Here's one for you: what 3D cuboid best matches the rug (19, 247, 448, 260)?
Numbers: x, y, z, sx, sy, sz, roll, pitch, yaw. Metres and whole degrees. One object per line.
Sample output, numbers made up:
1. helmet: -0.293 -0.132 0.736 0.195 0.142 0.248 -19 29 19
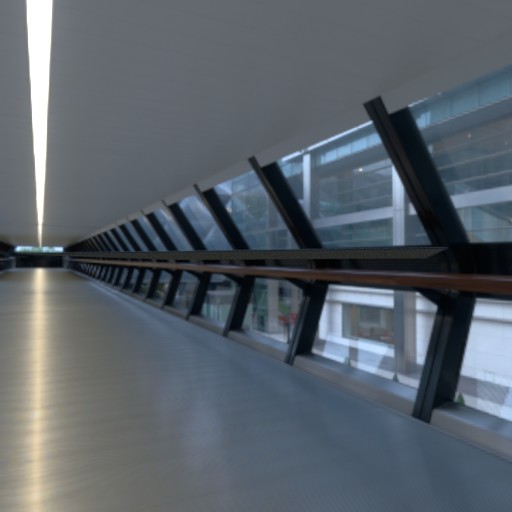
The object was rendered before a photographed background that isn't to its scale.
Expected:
1. rug: 0.000 0.000 4.079 3.048 0.010 2.438 -1 -2 18
